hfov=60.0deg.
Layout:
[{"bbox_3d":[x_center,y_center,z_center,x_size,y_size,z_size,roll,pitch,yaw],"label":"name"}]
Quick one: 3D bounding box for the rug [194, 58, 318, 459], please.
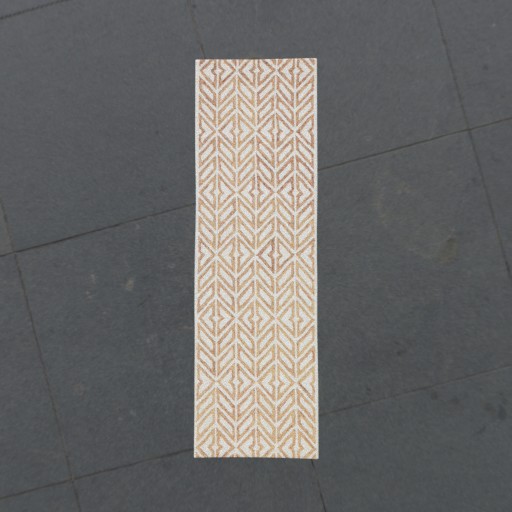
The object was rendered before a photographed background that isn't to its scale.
[{"bbox_3d":[0.000,0.000,2.703,0.750,0.009,2.435,0,88,1],"label":"rug"}]
